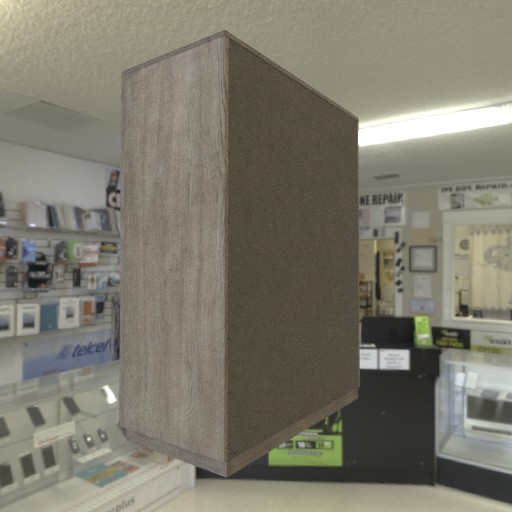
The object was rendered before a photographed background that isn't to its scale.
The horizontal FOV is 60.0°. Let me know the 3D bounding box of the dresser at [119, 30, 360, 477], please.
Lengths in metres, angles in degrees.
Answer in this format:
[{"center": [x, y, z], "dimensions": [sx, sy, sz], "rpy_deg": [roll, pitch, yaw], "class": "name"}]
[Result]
[{"center": [0.000, 0.000, 1.807], "dimensions": [0.483, 1.295, 0.967], "rpy_deg": [-1, -1, 36], "class": "dresser"}]
